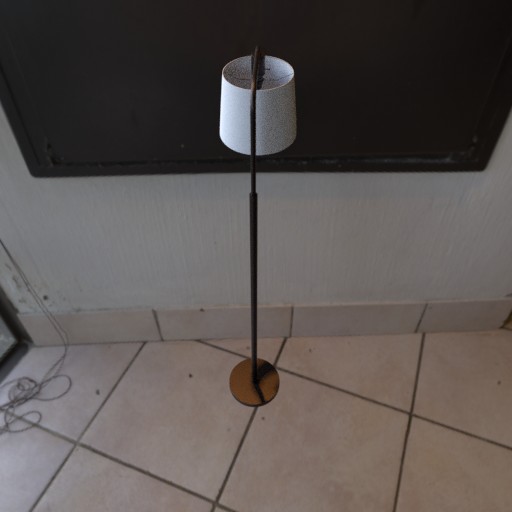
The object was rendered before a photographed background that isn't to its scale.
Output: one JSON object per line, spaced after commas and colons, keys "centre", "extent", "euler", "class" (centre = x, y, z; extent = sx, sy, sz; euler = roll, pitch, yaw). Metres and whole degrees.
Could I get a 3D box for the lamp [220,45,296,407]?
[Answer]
{"centre": [0.000, 0.000, 1.711], "extent": [0.254, 1.478, 0.508], "euler": [2, 45, 2], "class": "lamp"}
